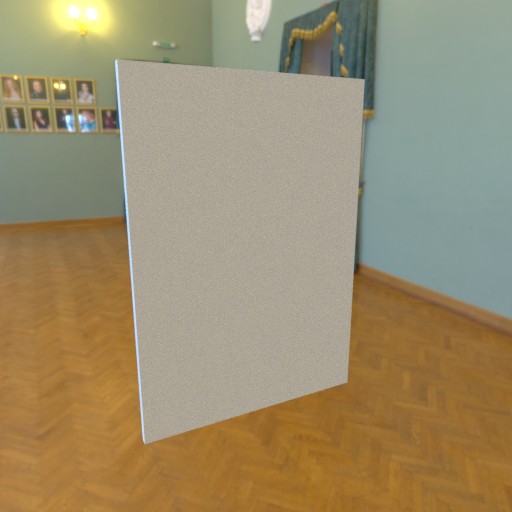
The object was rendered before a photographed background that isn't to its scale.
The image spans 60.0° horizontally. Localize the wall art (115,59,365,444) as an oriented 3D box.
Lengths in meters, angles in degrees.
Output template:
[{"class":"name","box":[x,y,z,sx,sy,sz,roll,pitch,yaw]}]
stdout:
[{"class":"wall art","box":[0.000,0.000,0.686,0.381,0.533,0.013,-7,16,-27]}]
